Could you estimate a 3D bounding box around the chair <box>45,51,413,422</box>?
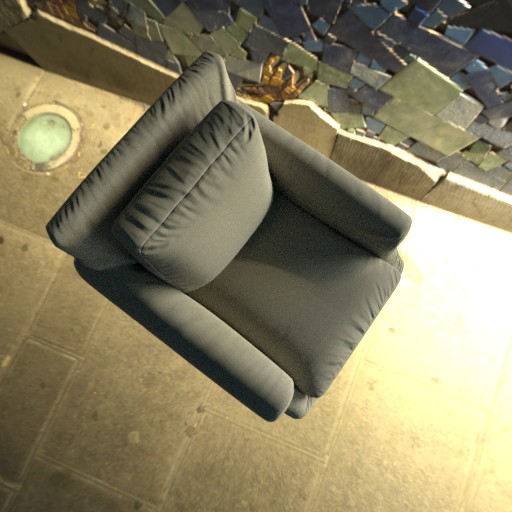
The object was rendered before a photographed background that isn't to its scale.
[{"bbox_3d":[0.000,0.000,1.732,1.066,0.866,0.940,36,78,9],"label":"chair"}]
